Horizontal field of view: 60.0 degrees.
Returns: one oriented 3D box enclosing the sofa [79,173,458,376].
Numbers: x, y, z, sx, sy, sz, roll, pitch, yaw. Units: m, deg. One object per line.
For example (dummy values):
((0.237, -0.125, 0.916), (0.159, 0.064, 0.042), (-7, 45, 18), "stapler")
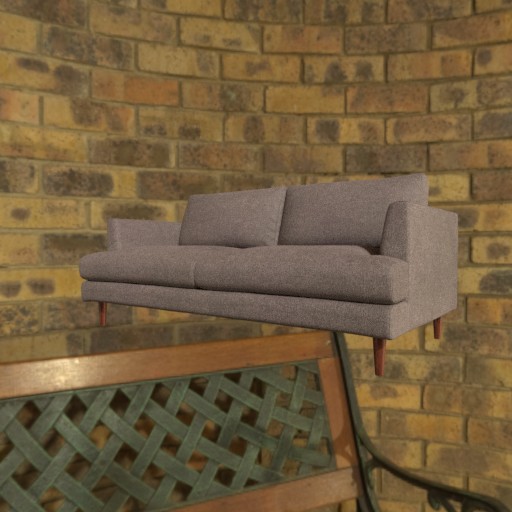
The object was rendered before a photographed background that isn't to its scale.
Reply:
((0.000, 0.000, 2.521), (1.948, 0.868, 1.020), (1, 2, 37), "sofa")
